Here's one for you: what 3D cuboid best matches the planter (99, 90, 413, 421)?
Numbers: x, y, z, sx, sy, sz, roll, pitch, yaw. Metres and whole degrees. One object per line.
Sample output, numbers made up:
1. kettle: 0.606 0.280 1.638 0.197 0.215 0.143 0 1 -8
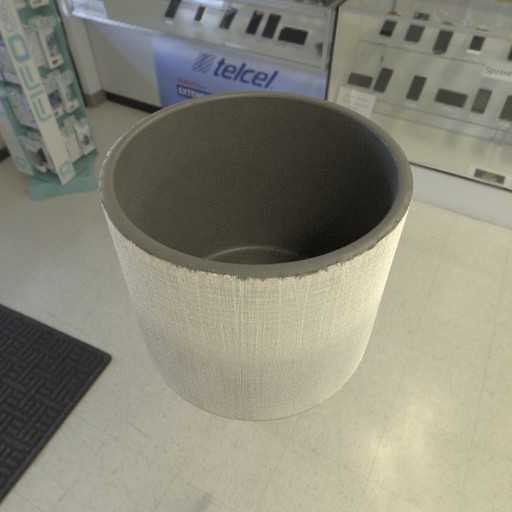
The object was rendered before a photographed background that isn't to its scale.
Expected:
1. planter: 0.000 0.000 0.392 0.226 0.201 0.226 0 46 0
